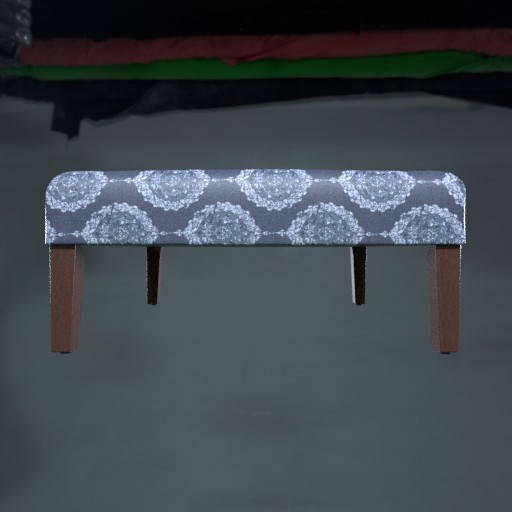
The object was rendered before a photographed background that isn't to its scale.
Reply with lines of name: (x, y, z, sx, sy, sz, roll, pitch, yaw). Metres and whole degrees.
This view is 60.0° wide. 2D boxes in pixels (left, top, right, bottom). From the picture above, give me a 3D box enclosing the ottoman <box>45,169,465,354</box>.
ottoman: (0.000, 0.000, 1.370, 0.890, 0.409, 0.889, 0, 1, 0)
